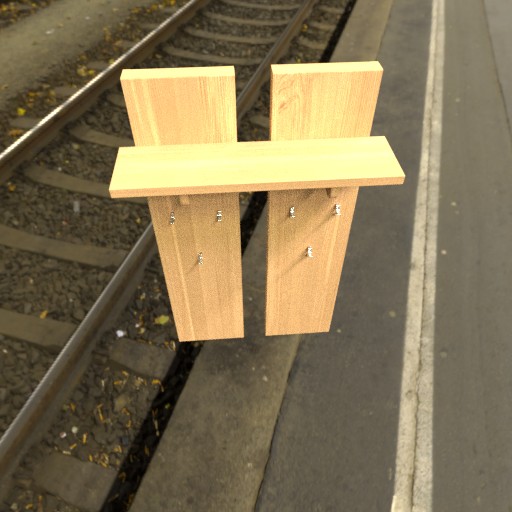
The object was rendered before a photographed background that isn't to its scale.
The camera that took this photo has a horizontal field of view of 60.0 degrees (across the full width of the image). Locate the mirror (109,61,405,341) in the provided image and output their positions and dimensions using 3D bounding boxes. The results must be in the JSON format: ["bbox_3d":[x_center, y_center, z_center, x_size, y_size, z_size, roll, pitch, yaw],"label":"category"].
[{"bbox_3d":[0.000,0.000,1.584,0.800,1.250,0.260,-3,46,-3],"label":"mirror"}]
